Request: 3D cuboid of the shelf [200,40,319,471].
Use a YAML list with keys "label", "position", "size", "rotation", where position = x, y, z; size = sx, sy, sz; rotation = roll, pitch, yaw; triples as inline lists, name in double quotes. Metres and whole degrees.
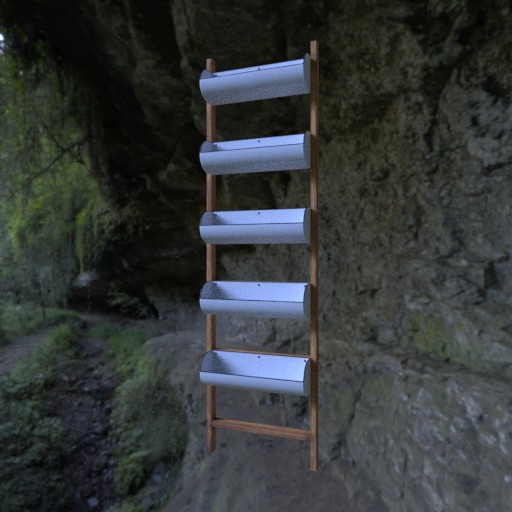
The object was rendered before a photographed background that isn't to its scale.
- label: "shelf"
  position: [0.000, 0.000, 1.693]
  size: [0.454, 1.600, 0.141]
  rotation: [0, 0, 20]
